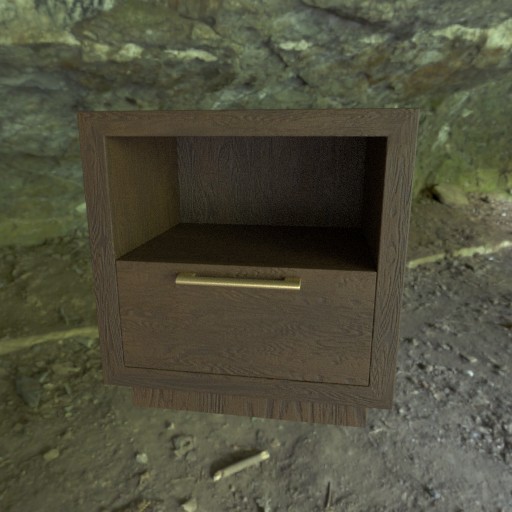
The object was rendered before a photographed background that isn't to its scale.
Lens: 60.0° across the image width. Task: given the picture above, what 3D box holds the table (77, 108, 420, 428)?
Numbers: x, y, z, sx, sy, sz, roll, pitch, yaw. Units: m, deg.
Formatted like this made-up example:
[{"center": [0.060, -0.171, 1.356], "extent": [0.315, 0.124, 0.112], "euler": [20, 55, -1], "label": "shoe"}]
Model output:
[{"center": [0.000, 0.000, 0.965], "extent": [0.560, 0.585, 0.439], "euler": [2, 15, 9], "label": "table"}]
